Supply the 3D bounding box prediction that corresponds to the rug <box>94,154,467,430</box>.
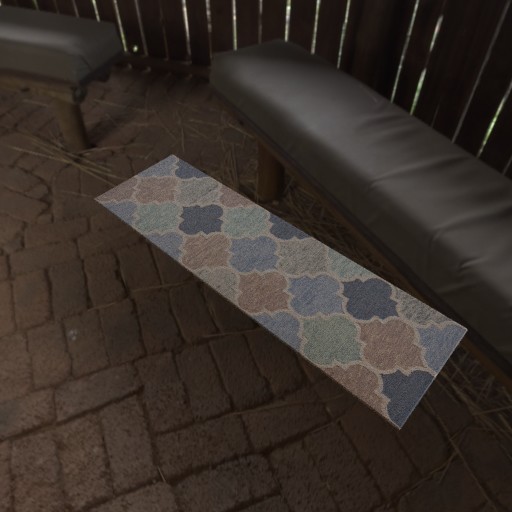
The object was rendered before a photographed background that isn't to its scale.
[{"bbox_3d":[0.000,0.000,2.605,2.287,0.011,0.687,34,56,27],"label":"rug"}]
